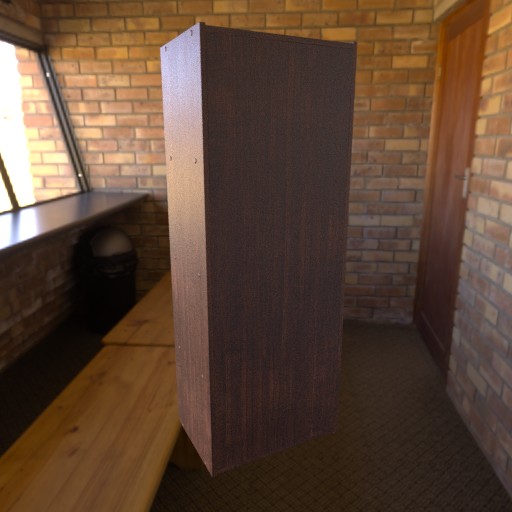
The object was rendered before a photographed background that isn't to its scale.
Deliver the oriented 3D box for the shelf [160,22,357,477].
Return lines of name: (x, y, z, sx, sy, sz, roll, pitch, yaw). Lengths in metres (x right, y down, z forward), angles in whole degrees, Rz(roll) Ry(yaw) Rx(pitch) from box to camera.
shelf: (0.000, 0.000, 1.255, 0.415, 1.099, 0.290, -7, 16, -27)
